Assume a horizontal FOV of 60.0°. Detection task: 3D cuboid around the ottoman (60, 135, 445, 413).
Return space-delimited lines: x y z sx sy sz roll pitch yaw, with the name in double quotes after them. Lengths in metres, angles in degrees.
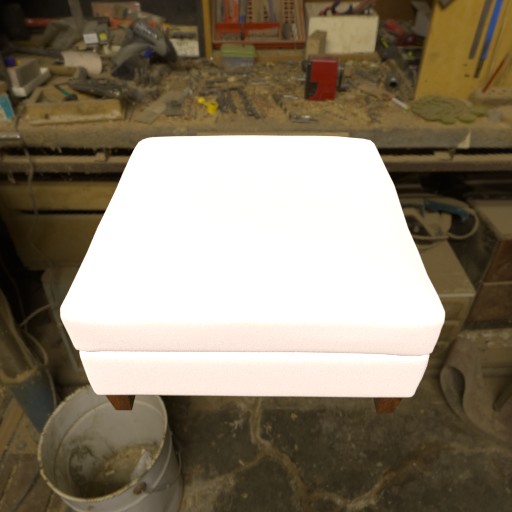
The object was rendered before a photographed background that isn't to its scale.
0.000 0.000 1.351 0.838 0.479 0.838 0 41 0 "ottoman"
